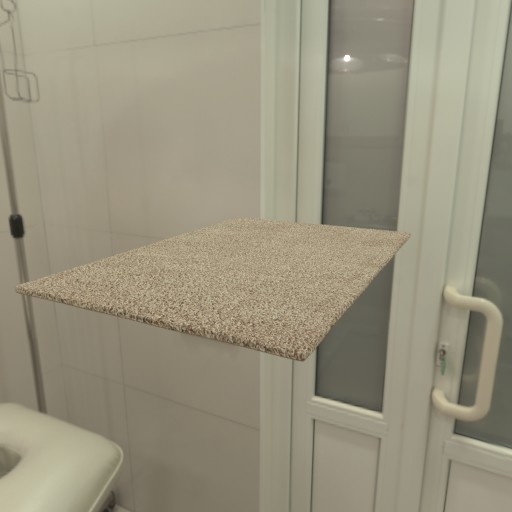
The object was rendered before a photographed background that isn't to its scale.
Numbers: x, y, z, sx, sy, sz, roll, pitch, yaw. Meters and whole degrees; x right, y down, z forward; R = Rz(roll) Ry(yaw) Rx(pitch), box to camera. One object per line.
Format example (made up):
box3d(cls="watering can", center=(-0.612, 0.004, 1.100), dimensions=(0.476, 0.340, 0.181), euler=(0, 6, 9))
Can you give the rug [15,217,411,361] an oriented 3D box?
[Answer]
box3d(cls="rug", center=(0.000, 0.000, 2.223), dimensions=(1.219, 0.030, 1.778), euler=(8, 17, 26))
